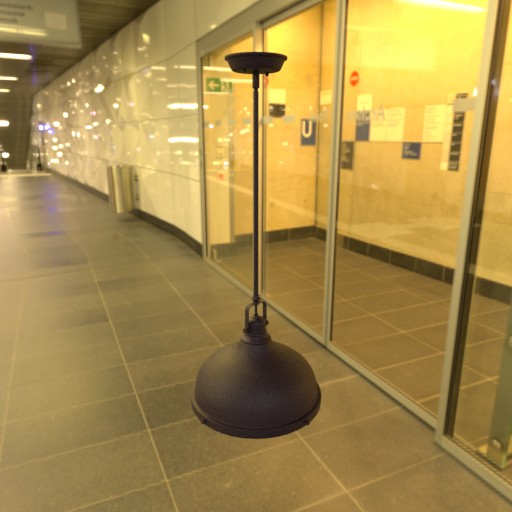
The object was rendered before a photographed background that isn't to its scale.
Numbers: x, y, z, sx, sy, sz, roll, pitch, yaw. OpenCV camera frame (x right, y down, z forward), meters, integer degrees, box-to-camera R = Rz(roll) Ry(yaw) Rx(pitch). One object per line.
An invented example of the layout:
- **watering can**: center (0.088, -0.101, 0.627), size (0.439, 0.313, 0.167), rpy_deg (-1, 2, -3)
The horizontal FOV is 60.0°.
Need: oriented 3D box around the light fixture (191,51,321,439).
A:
- **light fixture**: center (0.000, 0.000, 1.025), size (0.341, 0.849, 0.341), rpy_deg (-14, 20, -42)
